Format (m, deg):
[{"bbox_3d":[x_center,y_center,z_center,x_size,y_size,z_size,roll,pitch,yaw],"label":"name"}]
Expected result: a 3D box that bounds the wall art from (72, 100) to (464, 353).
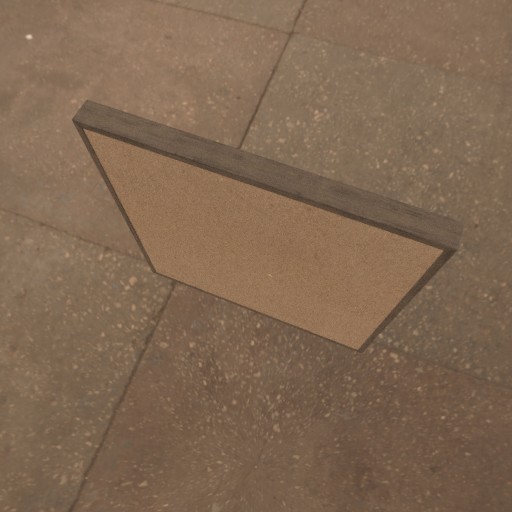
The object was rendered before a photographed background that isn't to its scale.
[{"bbox_3d":[0.000,0.000,0.779,0.508,0.508,0.038,20,66,9],"label":"wall art"}]
